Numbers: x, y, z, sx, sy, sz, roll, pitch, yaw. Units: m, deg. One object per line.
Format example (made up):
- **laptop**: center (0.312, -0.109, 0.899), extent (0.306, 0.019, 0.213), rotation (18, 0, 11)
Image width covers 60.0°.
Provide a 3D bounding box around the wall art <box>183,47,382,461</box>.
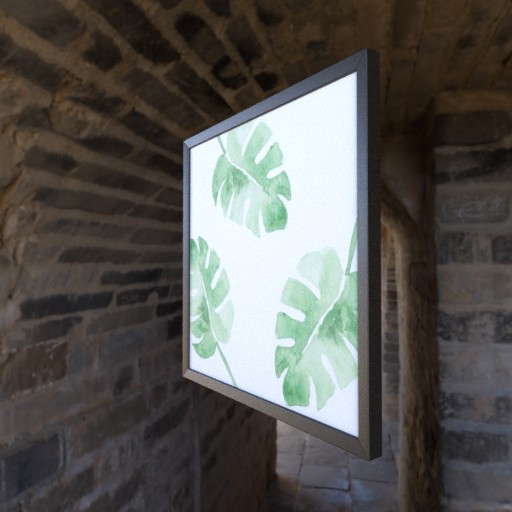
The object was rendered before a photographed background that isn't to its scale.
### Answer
- **wall art**: center (0.000, 0.000, 1.140), extent (0.038, 0.765, 0.765), rotation (1, -2, -35)
